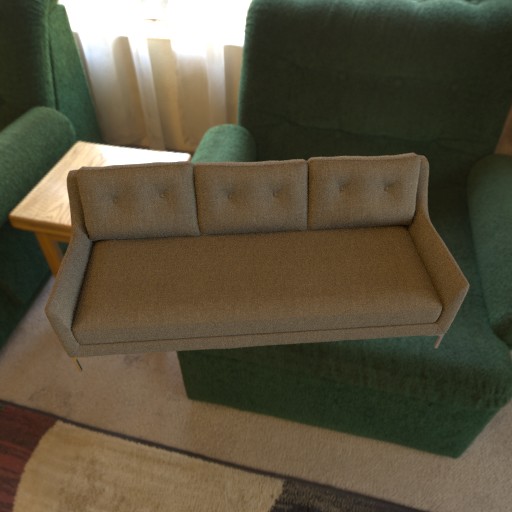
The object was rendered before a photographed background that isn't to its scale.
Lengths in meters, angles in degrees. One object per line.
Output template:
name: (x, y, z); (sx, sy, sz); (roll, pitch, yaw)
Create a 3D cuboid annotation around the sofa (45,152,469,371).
sofa: (0.000, 0.000, 2.471); (2.060, 0.837, 0.849); (-3, 45, -3)
